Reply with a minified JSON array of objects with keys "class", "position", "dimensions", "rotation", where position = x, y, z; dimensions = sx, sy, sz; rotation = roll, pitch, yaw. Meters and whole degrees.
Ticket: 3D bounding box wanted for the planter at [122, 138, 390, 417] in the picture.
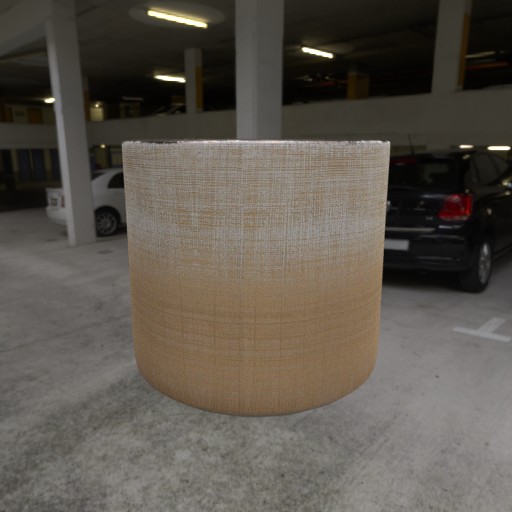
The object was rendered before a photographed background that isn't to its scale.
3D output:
[{"class":"planter","position":[0.000,0.000,0.397],"dimensions":[0.221,0.201,0.221],"rotation":[0,14,0]}]
